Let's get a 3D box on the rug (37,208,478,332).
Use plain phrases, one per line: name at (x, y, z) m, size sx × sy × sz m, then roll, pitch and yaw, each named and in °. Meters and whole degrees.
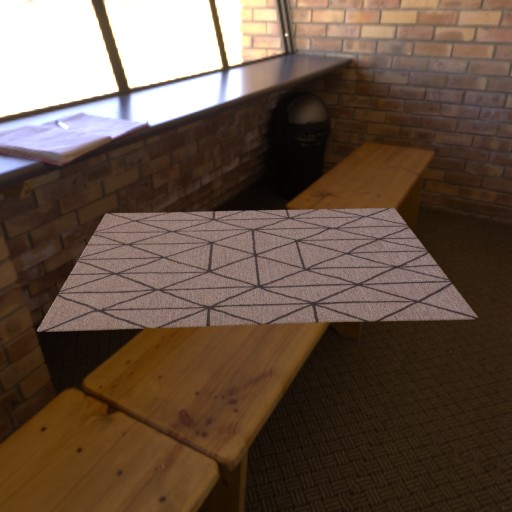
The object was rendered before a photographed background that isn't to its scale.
rug at (0.000, 0.000, 3.126) m, size 2.465 × 0.008 × 1.526 m, roll -1°, pitch 30°, yaw -2°
